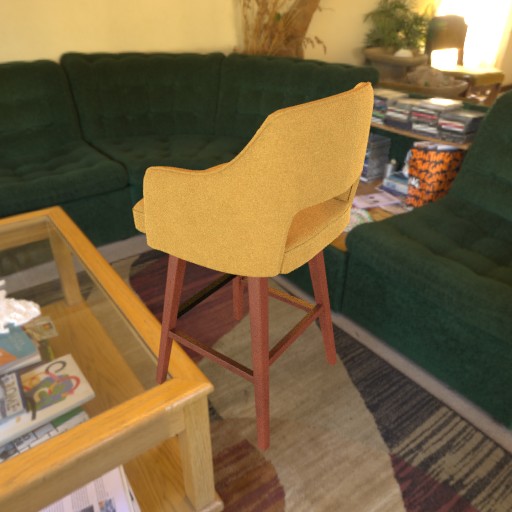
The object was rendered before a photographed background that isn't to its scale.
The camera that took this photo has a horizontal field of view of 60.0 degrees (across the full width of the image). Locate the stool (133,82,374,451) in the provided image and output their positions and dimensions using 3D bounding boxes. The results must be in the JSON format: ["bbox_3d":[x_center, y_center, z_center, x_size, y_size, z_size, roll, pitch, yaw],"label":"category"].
[{"bbox_3d":[0.000,0.000,1.352,0.558,1.012,0.548,21,36,30],"label":"stool"}]
